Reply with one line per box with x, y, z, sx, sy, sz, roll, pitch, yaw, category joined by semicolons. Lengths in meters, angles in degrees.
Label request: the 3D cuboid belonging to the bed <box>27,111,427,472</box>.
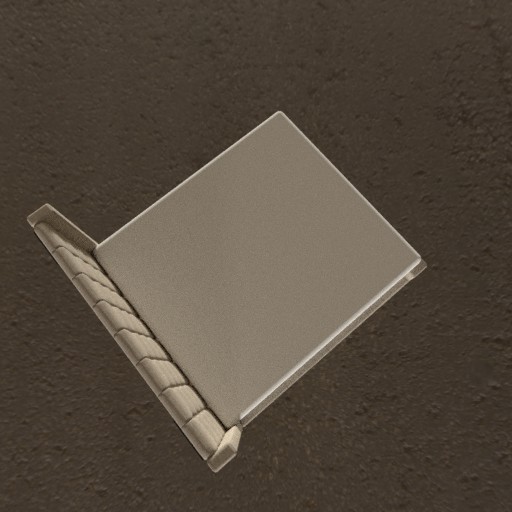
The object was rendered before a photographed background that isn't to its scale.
0.000;0.000;3.785;2.370;1.743;2.045;-39;79;-9;bed
